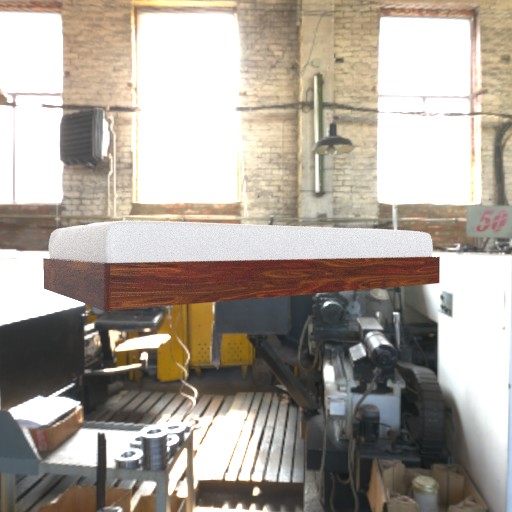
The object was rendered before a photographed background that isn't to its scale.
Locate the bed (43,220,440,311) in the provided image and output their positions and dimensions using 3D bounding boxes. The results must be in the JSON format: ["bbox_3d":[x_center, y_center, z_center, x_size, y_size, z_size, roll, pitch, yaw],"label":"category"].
[{"bbox_3d":[0.000,0.000,2.310,1.860,0.312,0.940,-1,1,-36],"label":"bed"}]
